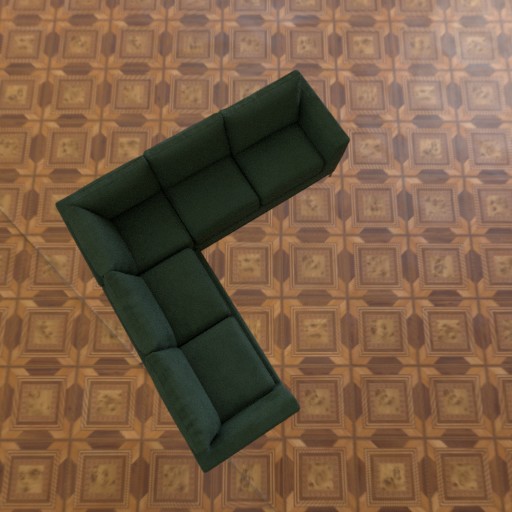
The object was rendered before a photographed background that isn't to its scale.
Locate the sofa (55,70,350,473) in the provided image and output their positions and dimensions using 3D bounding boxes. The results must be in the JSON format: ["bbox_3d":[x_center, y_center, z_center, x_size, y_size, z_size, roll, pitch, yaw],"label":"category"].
[{"bbox_3d":[0.000,0.000,3.846,2.452,1.004,2.468,-31,78,-7],"label":"sofa"}]
